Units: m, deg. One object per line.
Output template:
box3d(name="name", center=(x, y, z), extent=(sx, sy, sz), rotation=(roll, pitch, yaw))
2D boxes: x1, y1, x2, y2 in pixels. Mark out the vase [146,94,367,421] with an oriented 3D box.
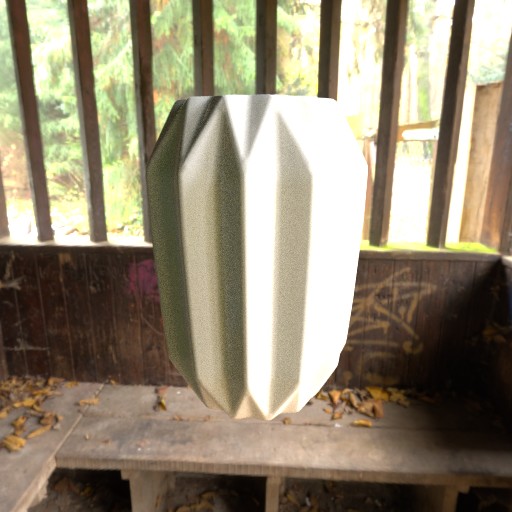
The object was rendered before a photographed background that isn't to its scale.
box3d(name="vase", center=(0.000, 0.000, 0.414), extent=(0.195, 0.275, 0.195), rotation=(0, 15, 0))
